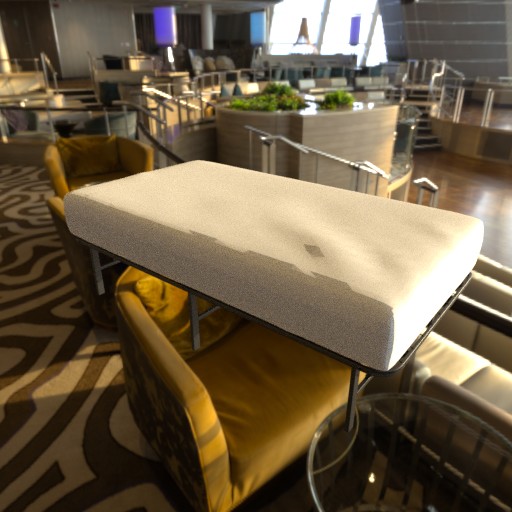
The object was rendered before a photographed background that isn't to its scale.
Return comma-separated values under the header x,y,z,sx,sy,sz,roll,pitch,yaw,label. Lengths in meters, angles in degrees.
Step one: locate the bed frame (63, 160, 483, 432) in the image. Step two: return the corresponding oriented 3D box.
x,y,z,sx,sy,sz,roll,pitch,yaw,label
0.000,0.000,2.310,1.908,0.640,1.025,19,31,35,bed frame
